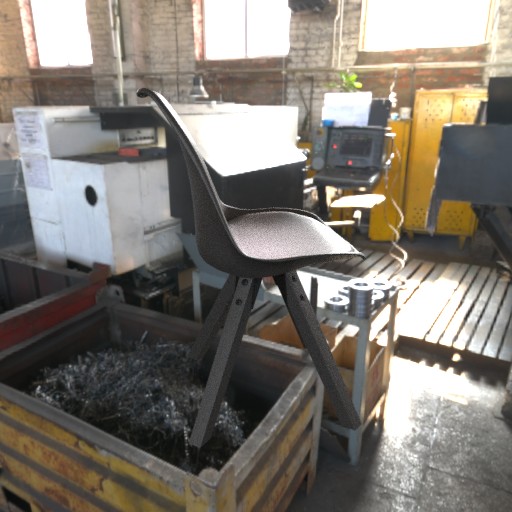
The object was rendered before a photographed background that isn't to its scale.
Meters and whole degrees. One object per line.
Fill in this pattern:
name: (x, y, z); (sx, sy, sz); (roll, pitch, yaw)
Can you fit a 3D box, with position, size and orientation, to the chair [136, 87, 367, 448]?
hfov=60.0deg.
chair: (0.000, 0.000, 1.209); (0.550, 0.850, 0.485); (-3, 19, -8)
